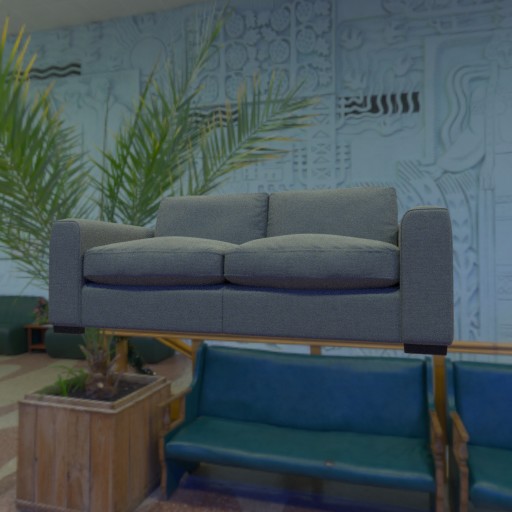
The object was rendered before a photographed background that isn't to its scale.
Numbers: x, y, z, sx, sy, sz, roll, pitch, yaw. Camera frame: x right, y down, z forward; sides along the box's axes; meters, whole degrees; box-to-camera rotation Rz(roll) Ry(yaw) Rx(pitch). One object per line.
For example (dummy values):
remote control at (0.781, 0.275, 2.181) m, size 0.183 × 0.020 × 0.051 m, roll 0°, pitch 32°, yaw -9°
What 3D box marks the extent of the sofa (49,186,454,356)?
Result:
sofa at (0.000, 0.000, 2.461) m, size 1.920 × 0.800 × 1.069 m, roll 0°, pitch -1°, yaw 17°
